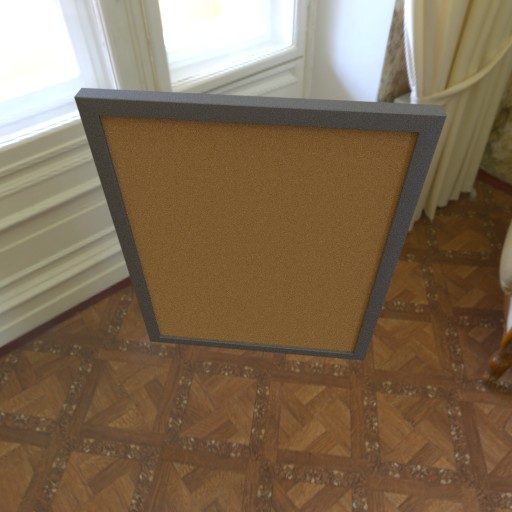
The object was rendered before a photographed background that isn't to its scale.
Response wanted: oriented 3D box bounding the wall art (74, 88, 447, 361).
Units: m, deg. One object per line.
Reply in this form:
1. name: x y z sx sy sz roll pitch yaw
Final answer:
1. wall art: 0.000 0.000 0.752 0.458 0.558 0.029 4 46 4
